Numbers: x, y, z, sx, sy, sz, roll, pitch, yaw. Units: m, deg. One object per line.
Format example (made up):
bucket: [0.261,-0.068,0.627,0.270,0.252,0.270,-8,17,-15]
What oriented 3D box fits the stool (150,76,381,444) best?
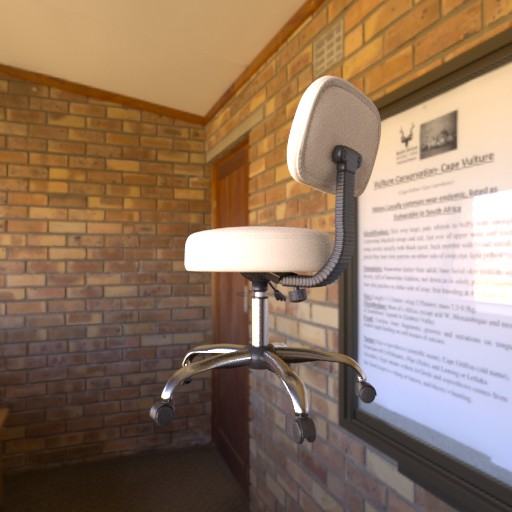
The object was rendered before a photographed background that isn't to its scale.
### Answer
stool: [0.000,0.000,1.244,0.616,0.810,0.609,-1,-1,36]
